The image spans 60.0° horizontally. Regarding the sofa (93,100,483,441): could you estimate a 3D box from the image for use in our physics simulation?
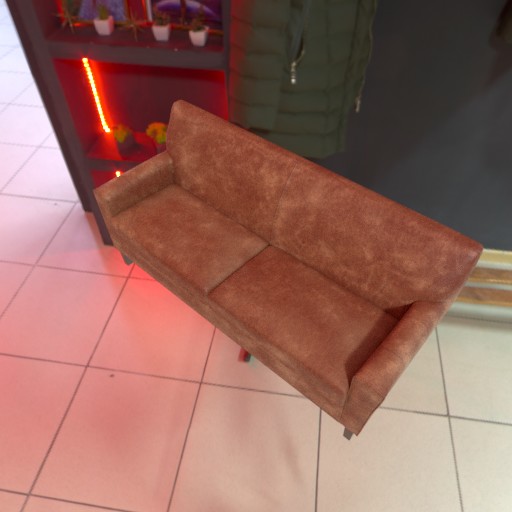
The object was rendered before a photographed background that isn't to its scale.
[{"bbox_3d":[0.000,0.000,2.575,2.053,0.947,0.805,33,55,27],"label":"sofa"}]
